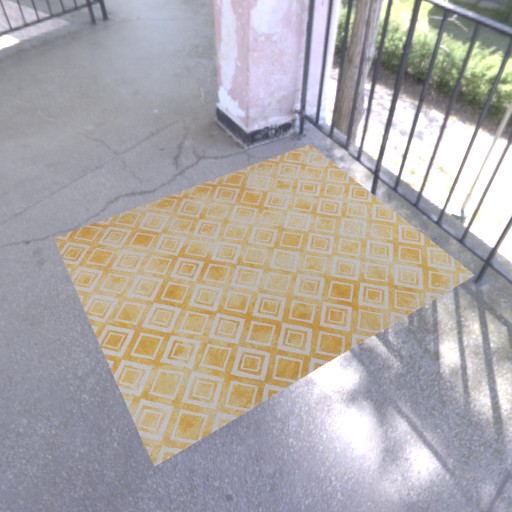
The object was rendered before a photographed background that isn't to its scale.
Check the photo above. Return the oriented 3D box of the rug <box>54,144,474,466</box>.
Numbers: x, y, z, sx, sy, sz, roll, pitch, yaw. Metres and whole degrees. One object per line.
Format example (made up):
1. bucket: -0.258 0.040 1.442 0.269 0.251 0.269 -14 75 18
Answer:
1. rug: 0.000 0.000 4.066 3.037 0.011 2.433 -24 52 -21
